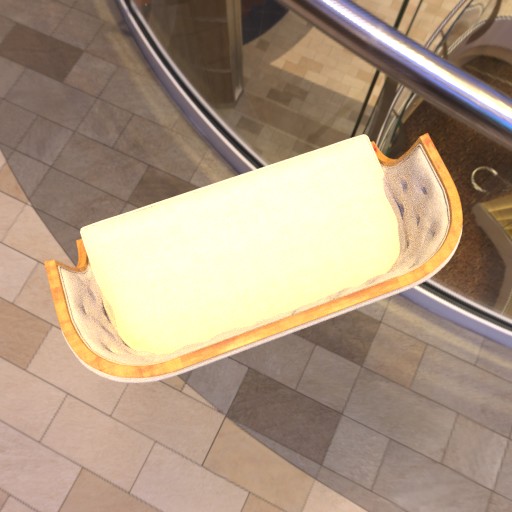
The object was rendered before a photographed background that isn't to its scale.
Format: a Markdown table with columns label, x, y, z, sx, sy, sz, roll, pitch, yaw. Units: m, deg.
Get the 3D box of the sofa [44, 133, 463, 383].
| label | x | y | z | sx | sy | sz | roll | pitch | yaw |
| --- | --- | --- | --- | --- | --- | --- | --- | --- | --- |
| sofa | 0.000 | 0.000 | 1.913 | 1.474 | 0.775 | 0.770 | -19 | 75 | -5 |
